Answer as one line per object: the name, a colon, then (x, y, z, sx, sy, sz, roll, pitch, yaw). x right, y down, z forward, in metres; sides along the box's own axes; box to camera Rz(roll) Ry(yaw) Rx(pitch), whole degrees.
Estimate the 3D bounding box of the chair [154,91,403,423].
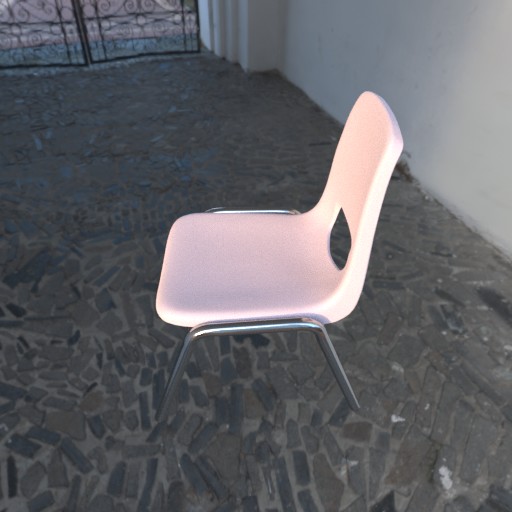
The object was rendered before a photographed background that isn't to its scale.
chair: (0.000, 0.000, 0.846, 0.423, 0.586, 0.354, -1, 41, -1)
